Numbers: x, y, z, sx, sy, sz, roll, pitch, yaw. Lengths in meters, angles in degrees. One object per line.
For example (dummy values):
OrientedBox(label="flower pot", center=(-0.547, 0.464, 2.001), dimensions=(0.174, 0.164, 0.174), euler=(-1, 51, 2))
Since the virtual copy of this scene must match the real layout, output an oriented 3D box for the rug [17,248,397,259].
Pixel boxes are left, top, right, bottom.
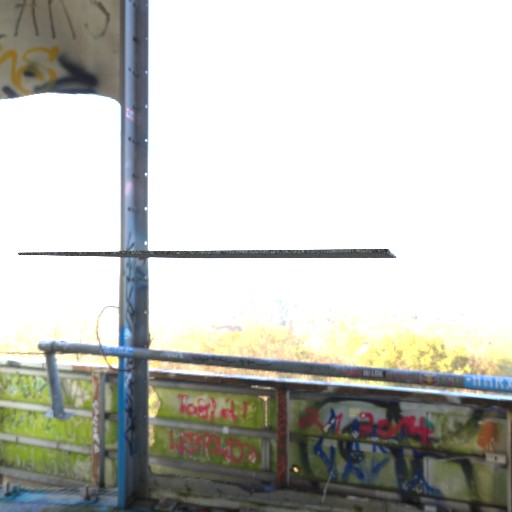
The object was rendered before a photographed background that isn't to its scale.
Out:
OrientedBox(label="rug", center=(0.000, 0.000, 4.020), dimensions=(2.401, 0.025, 3.000), euler=(0, -1, 18))
